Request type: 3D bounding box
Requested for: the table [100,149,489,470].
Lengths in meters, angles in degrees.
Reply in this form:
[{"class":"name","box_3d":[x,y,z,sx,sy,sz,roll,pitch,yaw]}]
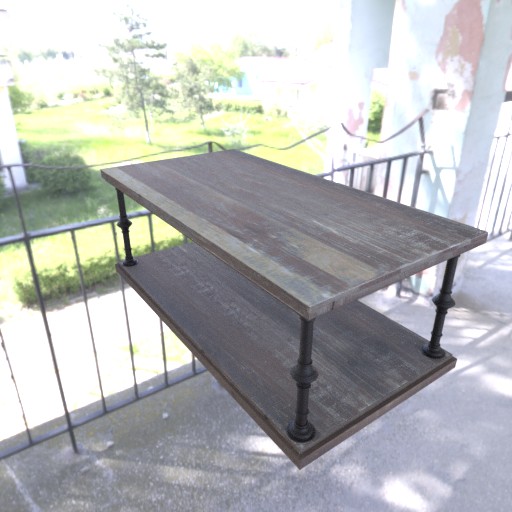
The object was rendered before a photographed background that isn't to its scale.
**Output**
[{"class":"table","box_3d":[0.000,0.000,1.371,0.554,0.399,1.088,-17,31,-31]}]
